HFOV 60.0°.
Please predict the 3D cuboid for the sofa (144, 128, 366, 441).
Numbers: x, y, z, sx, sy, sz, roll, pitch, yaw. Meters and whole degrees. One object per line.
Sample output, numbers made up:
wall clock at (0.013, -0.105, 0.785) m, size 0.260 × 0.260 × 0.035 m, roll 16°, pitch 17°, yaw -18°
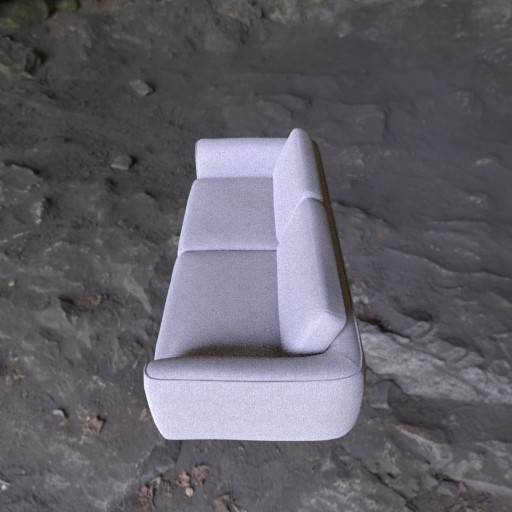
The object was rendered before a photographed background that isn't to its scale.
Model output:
sofa at (0.000, 0.000, 2.502) m, size 0.920 × 0.850 × 2.000 m, roll 0°, pitch 41°, yaw 0°
